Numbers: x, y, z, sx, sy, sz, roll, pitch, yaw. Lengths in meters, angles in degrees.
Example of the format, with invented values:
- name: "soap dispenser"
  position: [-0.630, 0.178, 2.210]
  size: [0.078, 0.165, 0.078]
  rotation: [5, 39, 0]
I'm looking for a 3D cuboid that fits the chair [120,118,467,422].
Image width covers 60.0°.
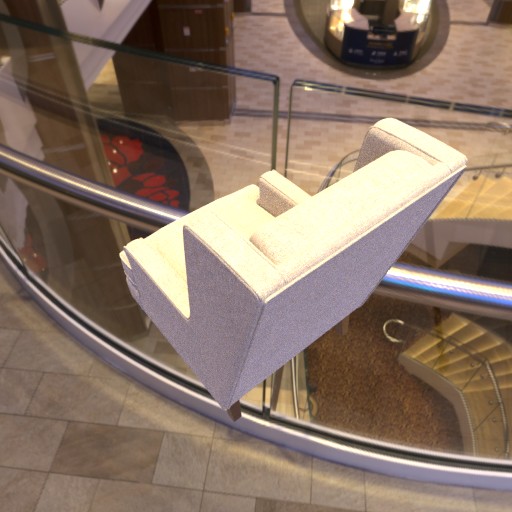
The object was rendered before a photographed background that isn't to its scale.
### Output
- name: "chair"
  position: [0.000, 0.000, 1.691]
  size: [0.764, 1.082, 0.948]
  rotation: [-31, 55, -25]
